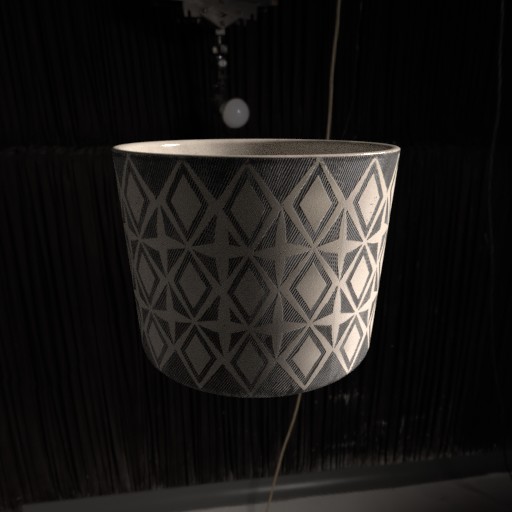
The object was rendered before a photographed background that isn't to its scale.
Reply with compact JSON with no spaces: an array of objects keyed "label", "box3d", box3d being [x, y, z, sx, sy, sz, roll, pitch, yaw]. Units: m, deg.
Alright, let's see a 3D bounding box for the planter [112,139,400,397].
[{"label":"planter","box3d":[0.000,0.000,0.451,0.260,0.220,0.260,0,17,0]}]
